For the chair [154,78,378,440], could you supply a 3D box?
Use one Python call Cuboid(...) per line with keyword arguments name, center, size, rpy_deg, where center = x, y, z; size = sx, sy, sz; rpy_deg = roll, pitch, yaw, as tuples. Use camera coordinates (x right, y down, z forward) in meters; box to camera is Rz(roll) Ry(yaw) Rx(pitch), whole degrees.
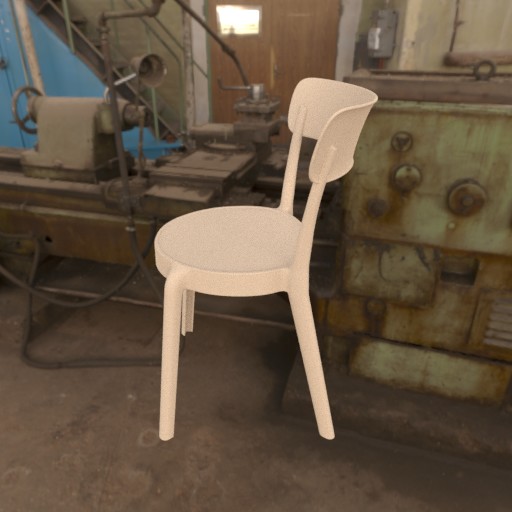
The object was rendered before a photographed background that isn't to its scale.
Cuboid(name="chair", center=(0.000, 0.000, 1.114), size=(0.491, 0.790, 0.506), rpy_deg=(0, 27, -1))
